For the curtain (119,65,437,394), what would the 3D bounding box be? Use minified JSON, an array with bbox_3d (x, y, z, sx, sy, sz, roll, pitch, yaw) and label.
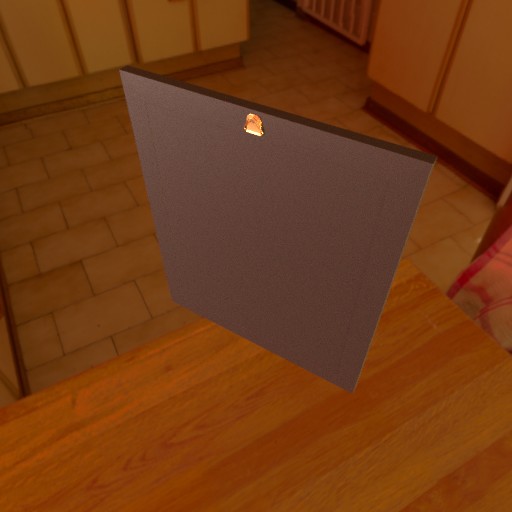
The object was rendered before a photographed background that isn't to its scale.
[{"bbox_3d":[0.000,0.000,0.814,0.483,0.585,0.027,23,51,20],"label":"curtain"}]
